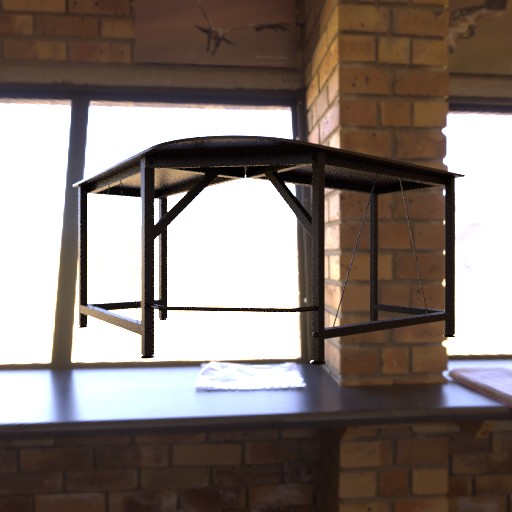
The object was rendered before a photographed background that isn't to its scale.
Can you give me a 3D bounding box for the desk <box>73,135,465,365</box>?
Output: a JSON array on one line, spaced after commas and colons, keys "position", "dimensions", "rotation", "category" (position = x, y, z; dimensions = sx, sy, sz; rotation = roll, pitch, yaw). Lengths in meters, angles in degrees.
[{"position": [0.000, 0.000, 2.221], "dimensions": [1.400, 0.762, 1.400], "rotation": [0, 0, -36], "category": "desk"}]
